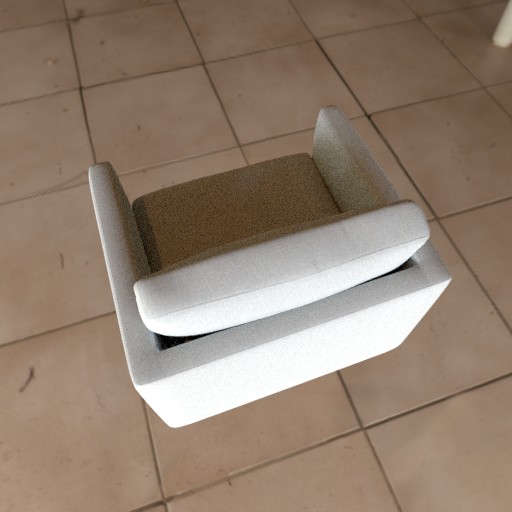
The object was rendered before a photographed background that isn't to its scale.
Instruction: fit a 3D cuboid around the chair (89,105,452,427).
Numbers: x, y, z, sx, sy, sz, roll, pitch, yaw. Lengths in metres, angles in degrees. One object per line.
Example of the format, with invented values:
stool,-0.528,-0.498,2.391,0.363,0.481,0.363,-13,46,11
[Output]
chair,0.000,0.000,1.829,1.107,0.961,0.953,-17,60,-10
